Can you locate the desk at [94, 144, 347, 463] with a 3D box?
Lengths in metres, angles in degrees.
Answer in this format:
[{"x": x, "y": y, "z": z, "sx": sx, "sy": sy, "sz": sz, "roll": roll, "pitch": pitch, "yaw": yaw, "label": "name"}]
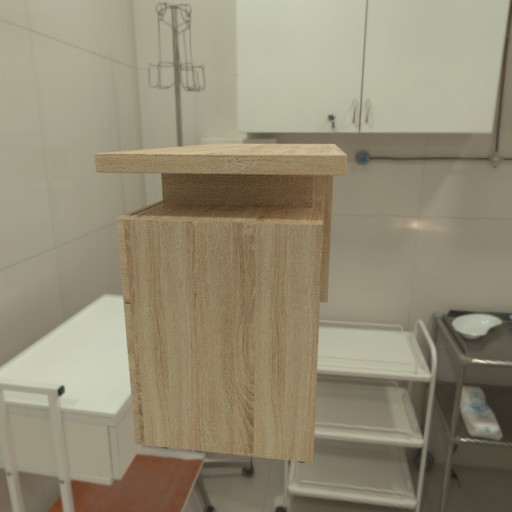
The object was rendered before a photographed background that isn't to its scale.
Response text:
[{"x": 0.000, "y": 0.000, "z": 1.593, "sx": 0.550, "sy": 0.760, "sz": 1.200, "roll": 2, "pitch": 15, "yaw": 8, "label": "desk"}]
